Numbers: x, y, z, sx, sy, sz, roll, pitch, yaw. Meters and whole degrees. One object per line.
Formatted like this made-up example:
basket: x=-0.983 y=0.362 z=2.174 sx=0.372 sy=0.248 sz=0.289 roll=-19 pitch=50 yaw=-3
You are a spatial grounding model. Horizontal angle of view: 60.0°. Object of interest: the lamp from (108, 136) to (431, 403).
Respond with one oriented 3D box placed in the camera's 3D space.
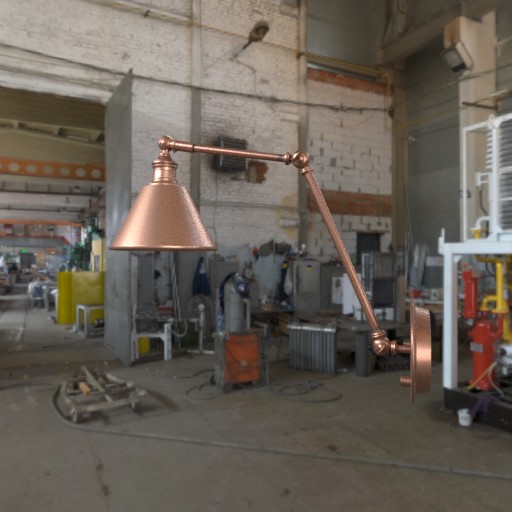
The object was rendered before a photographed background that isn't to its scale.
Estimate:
lamp: x=0.000 y=0.000 z=0.858 sx=0.624 sy=0.502 sz=0.223 roll=0 pitch=0 yaw=18
